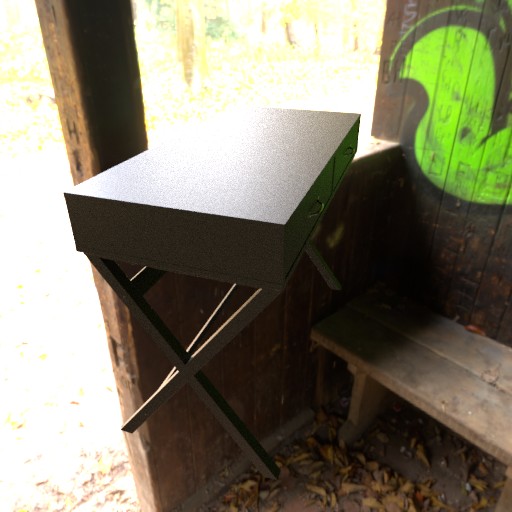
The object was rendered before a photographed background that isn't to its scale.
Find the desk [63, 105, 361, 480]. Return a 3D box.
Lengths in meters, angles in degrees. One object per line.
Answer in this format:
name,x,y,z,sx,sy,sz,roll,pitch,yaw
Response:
desk,0.000,0.000,1.517,0.525,0.780,1.057,10,31,17
